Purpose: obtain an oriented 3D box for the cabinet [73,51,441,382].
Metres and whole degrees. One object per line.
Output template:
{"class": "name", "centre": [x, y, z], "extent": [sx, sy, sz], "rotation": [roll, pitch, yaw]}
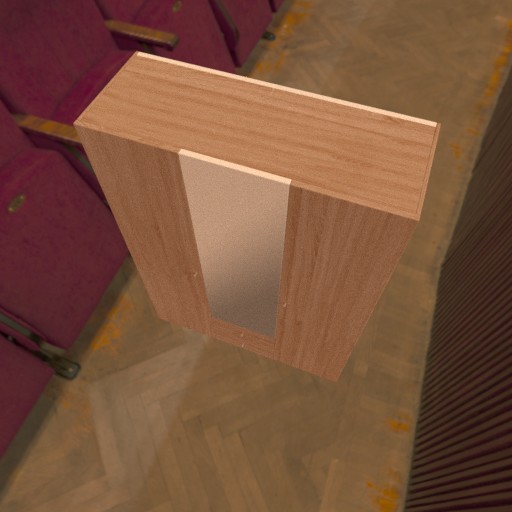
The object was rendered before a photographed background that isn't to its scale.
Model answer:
{"class": "cabinet", "centre": [0.000, 0.000, 2.819], "extent": [1.500, 2.120, 0.590], "rotation": [18, 59, 11]}
